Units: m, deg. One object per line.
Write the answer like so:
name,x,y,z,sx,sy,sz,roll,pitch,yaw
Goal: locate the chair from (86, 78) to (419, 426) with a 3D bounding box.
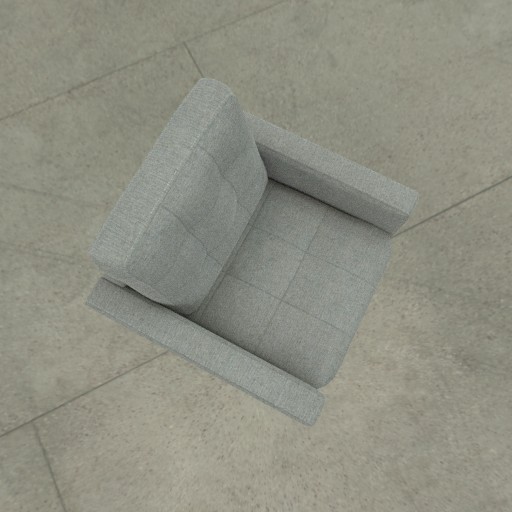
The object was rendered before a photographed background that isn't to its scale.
chair,0.000,0.000,1.521,0.843,0.880,0.821,27,77,7
